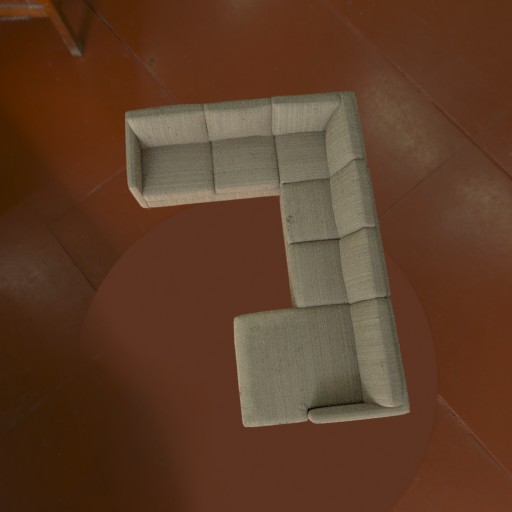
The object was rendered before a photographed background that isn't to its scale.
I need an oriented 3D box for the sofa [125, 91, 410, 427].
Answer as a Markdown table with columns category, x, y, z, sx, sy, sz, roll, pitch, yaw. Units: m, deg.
| category | x | y | z | sx | sy | sz | roll | pitch | yaw |
| --- | --- | --- | --- | --- | --- | --- | --- | --- | --- |
| sofa | 0.000 | 0.000 | 4.747 | 2.594 | 0.961 | 3.460 | -6 | 76 | -1 |
